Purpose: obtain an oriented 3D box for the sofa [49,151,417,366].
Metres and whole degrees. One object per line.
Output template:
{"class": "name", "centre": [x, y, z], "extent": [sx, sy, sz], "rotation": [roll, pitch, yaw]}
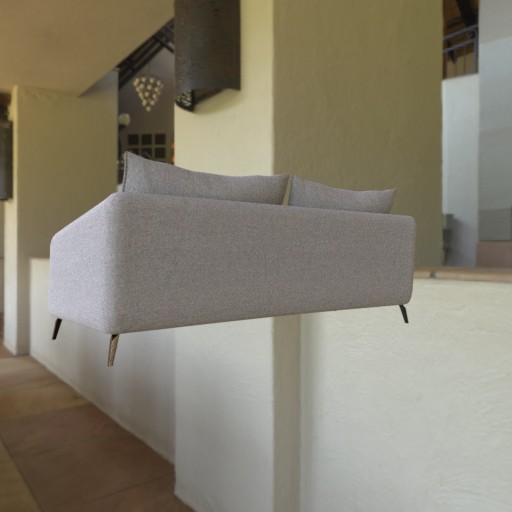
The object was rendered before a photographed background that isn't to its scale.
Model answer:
{"class": "sofa", "centre": [0.000, 0.000, 2.494], "extent": [2.022, 0.833, 0.809], "rotation": [0, 0, -36]}
